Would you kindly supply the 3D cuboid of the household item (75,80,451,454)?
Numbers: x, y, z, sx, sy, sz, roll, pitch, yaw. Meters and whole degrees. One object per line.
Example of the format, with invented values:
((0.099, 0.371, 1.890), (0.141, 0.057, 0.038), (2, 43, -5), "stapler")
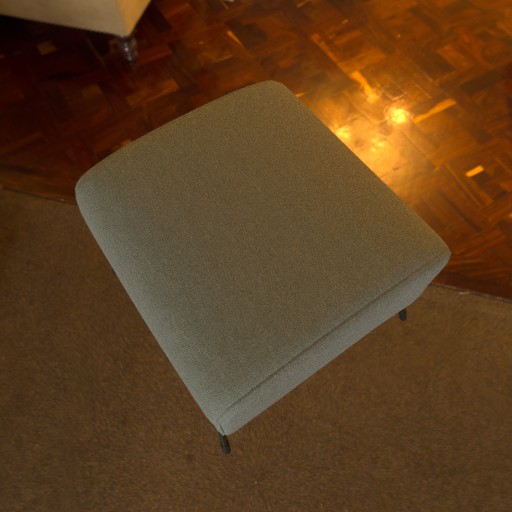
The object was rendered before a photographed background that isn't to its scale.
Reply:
((0.000, 0.000, 0.918), (0.530, 0.410, 0.530), (-32, 67, -15), "household item")
